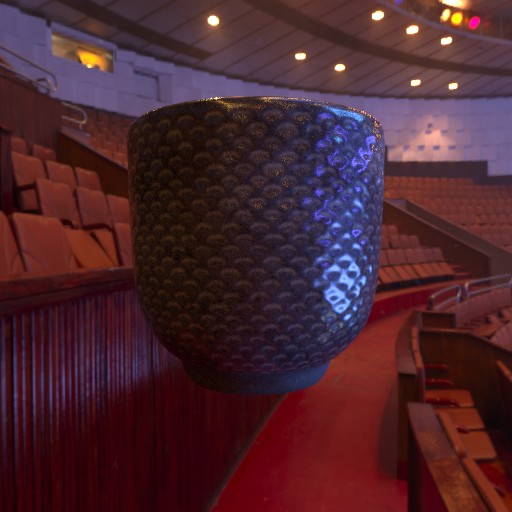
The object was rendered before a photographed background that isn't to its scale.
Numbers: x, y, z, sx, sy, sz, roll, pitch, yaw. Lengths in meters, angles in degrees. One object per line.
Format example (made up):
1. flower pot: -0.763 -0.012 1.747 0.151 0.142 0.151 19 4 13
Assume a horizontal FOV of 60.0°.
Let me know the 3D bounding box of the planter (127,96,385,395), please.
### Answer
1. planter: 0.000 0.000 0.354 0.197 0.191 0.197 0 1 0
